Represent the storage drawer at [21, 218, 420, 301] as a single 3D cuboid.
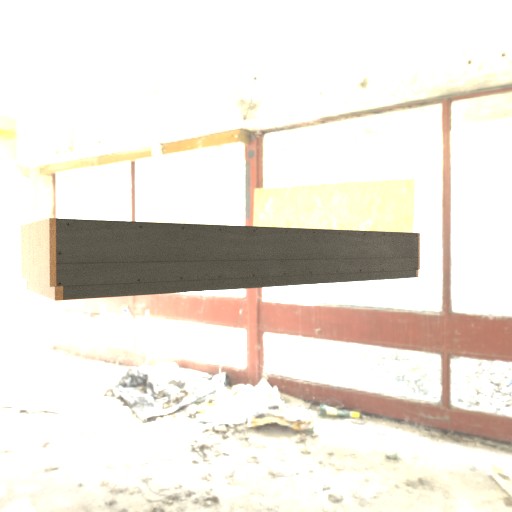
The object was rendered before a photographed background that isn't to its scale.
[{"bbox_3d":[0.000,0.000,2.225,2.032,0.264,0.538,-1,1,-37],"label":"storage drawer"}]
